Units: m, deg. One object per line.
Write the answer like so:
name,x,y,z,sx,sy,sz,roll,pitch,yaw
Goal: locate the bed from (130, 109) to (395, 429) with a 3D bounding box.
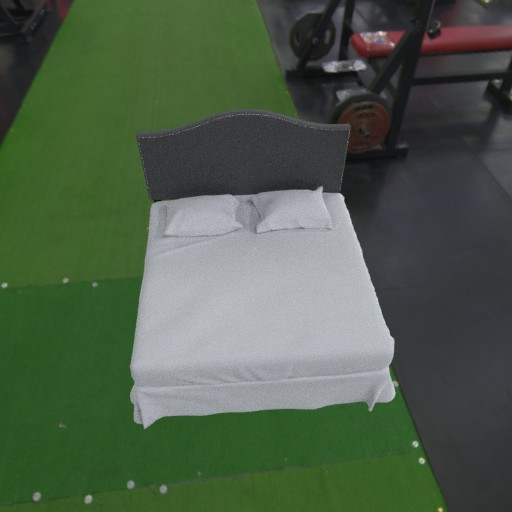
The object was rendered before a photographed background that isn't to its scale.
bed,0.000,0.000,3.839,2.314,1.651,2.219,-3,47,-3
